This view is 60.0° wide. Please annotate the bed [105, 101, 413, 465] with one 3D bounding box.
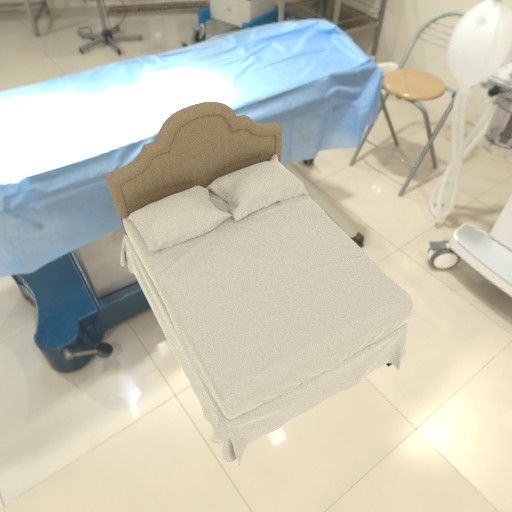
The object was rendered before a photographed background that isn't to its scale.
[{"bbox_3d":[0.000,0.000,3.450,1.780,1.634,2.222,-23,52,-20],"label":"bed"}]
